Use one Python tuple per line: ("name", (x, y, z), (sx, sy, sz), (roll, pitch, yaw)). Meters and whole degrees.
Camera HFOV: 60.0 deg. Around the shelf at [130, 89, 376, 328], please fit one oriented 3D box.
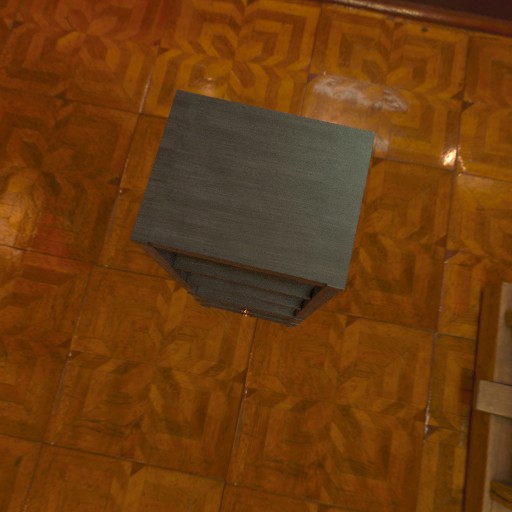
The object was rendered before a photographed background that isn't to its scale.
("shelf", (0.000, 0.000, 2.060), (0.584, 1.727, 0.472), (13, 77, 3))
